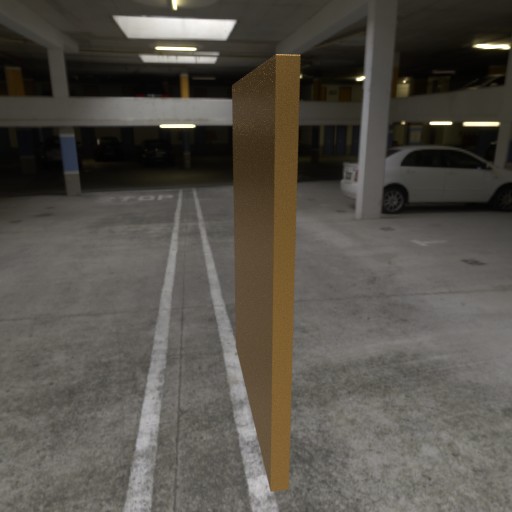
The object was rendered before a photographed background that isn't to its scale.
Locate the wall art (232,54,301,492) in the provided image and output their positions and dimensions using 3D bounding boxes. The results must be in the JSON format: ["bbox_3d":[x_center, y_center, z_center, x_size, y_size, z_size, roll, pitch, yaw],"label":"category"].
[{"bbox_3d":[0.000,0.000,1.068,0.038,0.812,0.610,-3,17,-9],"label":"wall art"}]
